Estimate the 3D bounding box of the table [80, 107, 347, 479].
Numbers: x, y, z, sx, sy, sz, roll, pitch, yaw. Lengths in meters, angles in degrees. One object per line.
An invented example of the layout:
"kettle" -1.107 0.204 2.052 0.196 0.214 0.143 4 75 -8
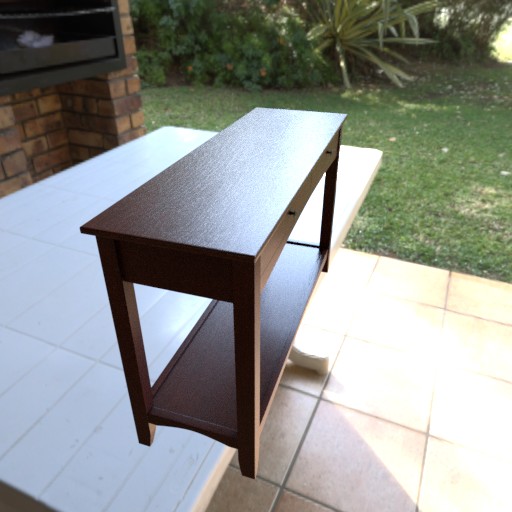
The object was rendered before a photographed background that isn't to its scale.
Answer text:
"table" 0.000 0.000 1.551 0.392 0.739 1.188 10 32 16
